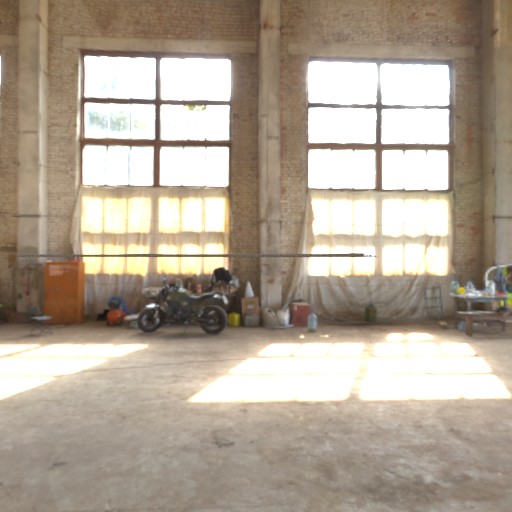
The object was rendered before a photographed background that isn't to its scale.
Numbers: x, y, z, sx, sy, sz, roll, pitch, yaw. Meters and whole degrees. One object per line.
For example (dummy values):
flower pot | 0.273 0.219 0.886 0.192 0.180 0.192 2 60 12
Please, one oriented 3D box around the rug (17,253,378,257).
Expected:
rug | 0.000 0.000 2.938 1.521 0.015 2.436 0 0 16
